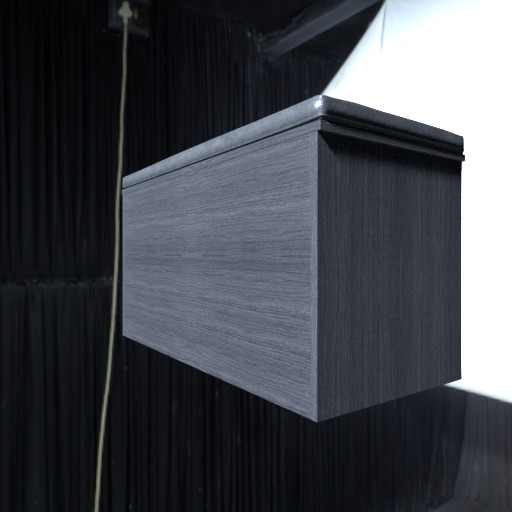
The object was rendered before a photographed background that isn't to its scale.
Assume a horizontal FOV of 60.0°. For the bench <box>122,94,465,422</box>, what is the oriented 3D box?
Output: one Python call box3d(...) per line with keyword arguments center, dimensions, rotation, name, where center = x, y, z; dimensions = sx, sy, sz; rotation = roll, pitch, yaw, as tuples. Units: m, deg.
box3d(center=(0.000, 0.000, 1.148), dimensions=(0.401, 0.501, 0.905), rotation=(0, 0, -35), name="bench")
